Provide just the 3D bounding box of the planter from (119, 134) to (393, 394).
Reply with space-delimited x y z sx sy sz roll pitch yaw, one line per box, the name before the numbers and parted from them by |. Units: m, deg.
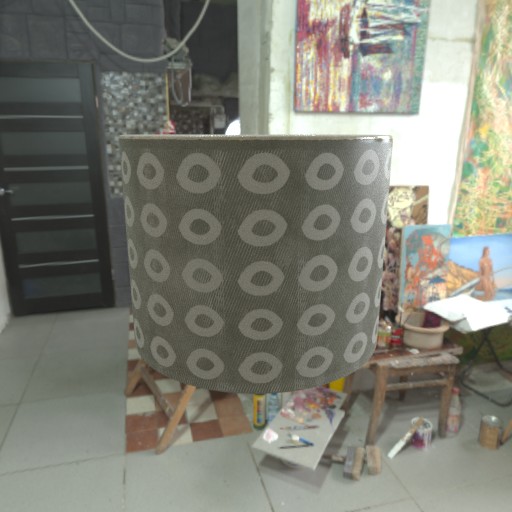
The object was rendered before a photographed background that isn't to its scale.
planter | 0.000 0.000 0.453 0.250 0.239 0.250 0 15 0
